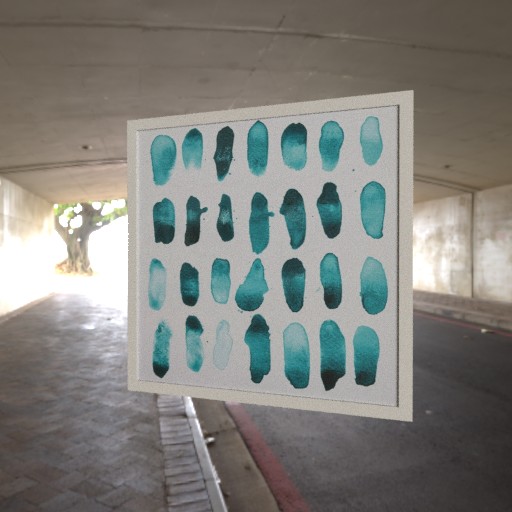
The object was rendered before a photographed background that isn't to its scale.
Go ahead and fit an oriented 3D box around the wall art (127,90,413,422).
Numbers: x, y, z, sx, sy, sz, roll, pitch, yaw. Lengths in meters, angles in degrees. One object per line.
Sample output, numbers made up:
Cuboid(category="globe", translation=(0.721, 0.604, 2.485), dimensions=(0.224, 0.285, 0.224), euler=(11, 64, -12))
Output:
Cuboid(category="wall art", translation=(0.000, 0.000, 1.217), dimensions=(0.812, 0.813, 0.013), euler=(0, 0, 18))
